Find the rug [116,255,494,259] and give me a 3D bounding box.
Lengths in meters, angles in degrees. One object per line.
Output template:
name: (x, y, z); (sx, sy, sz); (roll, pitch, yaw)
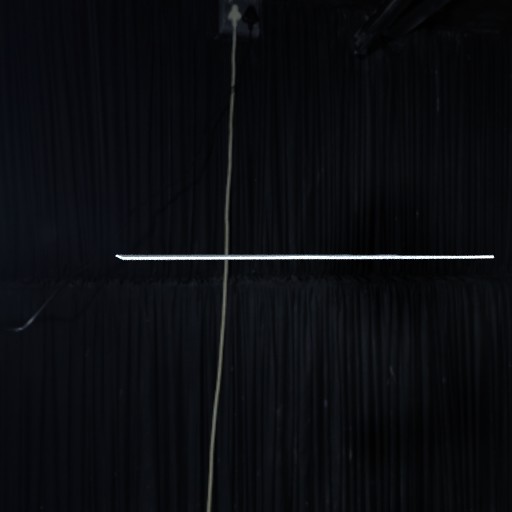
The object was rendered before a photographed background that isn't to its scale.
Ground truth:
rug: (0.000, 0.000, 4.087); (2.434, 0.019, 3.041); (0, 0, -18)
